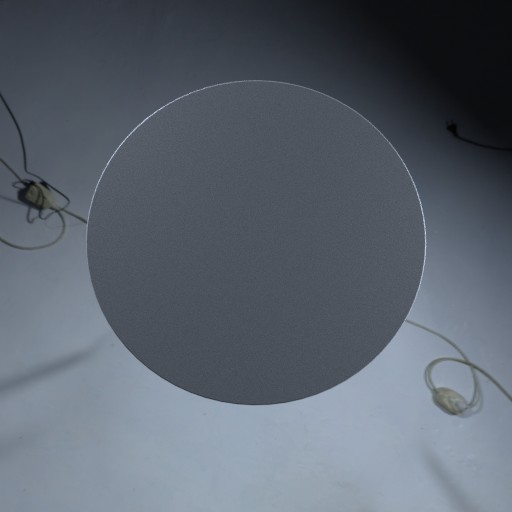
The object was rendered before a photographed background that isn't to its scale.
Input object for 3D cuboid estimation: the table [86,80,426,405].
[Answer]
[{"bbox_3d":[0.000,0.000,0.982,0.600,0.405,0.600,0,75,0],"label":"table"}]
